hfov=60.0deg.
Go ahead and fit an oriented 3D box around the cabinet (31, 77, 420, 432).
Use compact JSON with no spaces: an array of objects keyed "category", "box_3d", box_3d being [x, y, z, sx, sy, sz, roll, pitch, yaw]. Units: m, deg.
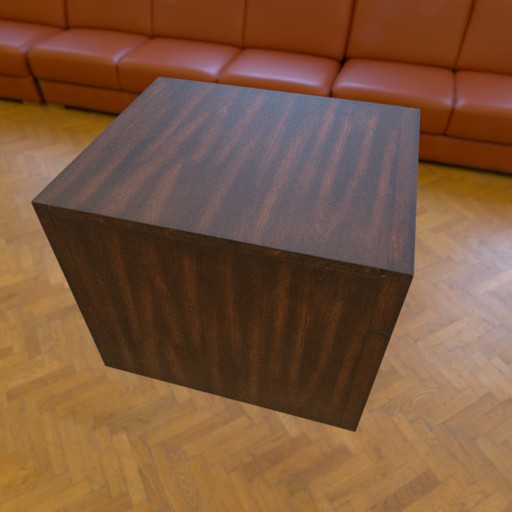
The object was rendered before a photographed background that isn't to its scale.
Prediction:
[{"category":"cabinet","box_3d":[0.000,0.000,0.829,0.500,0.455,0.402,11,46,11]}]
